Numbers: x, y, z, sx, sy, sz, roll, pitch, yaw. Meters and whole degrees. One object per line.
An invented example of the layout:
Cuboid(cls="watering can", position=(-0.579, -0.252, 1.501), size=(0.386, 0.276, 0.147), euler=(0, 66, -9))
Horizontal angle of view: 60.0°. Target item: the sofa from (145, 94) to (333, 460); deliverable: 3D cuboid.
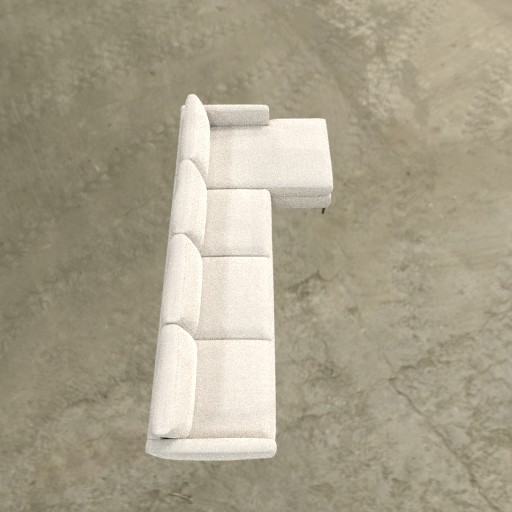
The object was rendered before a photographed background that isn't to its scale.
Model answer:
Cuboid(cls="sofa", position=(0.000, 0.000, 2.921), size=(1.126, 0.677, 2.445), euler=(0, 62, 0))
